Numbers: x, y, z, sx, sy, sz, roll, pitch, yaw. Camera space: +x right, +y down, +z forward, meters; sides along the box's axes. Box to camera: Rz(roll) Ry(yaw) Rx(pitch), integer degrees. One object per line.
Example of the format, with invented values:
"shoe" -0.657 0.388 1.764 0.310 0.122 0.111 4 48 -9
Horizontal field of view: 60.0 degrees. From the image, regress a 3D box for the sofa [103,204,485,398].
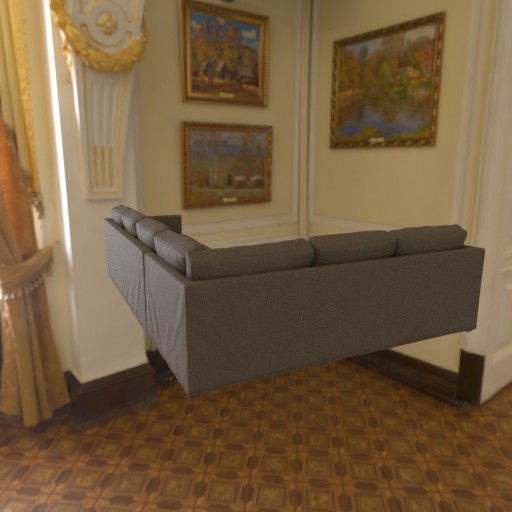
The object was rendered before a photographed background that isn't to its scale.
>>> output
"sofa" 0.000 0.000 4.354 2.432 0.871 3.182 -6 14 -25
